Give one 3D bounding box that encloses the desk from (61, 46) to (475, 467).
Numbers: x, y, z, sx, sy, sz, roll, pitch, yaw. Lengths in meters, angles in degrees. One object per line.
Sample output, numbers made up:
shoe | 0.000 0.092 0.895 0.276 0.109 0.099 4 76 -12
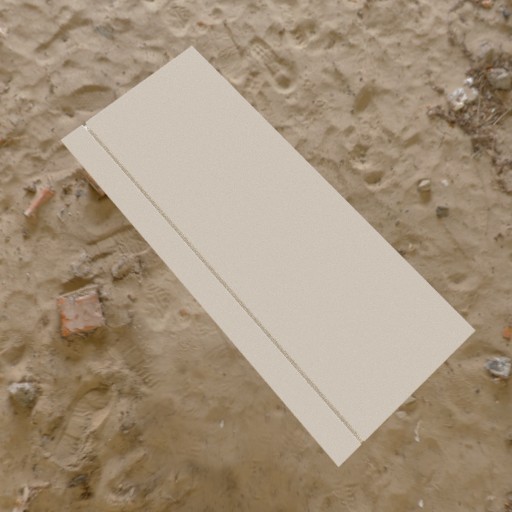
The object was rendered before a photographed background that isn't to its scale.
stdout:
desk | 0.000 0.000 2.023 0.670 0.760 1.580 -40 79 -10
